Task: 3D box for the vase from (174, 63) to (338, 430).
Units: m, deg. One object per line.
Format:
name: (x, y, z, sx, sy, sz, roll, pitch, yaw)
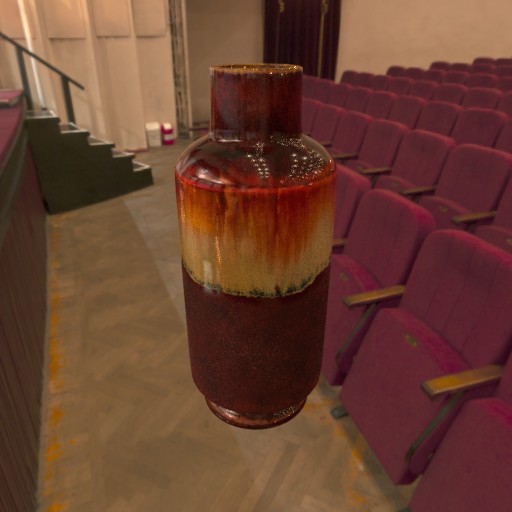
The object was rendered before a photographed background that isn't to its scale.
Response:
vase: (0.000, 0.000, 0.331, 0.111, 0.261, 0.111, 0, 26, 0)
